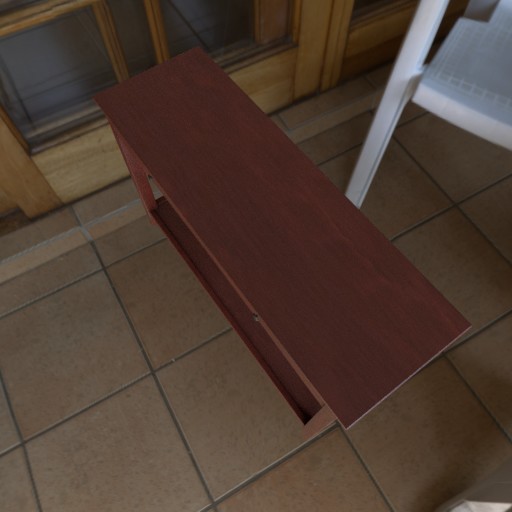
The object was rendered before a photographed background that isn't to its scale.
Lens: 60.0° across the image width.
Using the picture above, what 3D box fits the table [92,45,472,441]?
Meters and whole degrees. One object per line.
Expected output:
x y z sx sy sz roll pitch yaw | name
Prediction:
0.000 0.000 1.529 0.392 0.739 1.188 -33 68 -15 | table
